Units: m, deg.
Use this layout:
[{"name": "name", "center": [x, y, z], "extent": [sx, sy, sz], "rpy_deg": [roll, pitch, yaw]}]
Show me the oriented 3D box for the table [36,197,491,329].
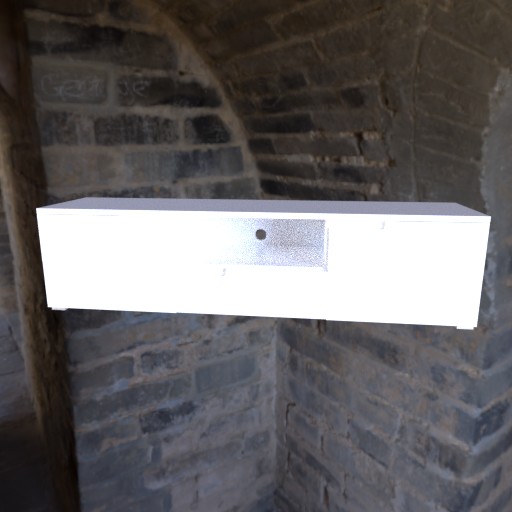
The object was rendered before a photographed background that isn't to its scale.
[{"name": "table", "center": [0.000, 0.000, 1.837], "extent": [1.650, 0.420, 0.390], "rpy_deg": [2, 14, 7]}]
